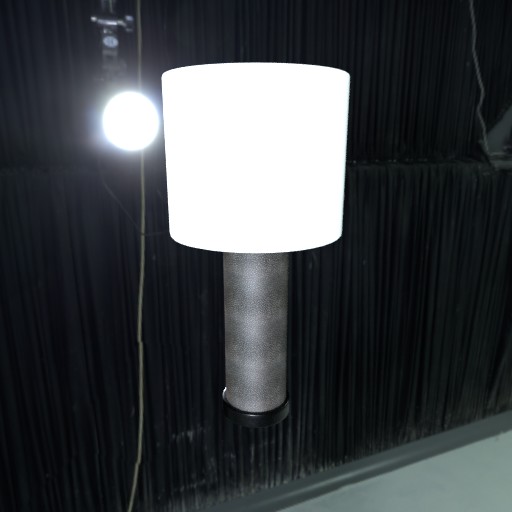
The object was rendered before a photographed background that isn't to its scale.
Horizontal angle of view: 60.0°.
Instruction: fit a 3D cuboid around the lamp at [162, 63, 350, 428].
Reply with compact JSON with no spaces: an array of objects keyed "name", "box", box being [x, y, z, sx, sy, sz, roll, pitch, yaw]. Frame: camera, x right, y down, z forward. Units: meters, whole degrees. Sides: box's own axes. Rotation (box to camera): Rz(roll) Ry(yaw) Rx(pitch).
[{"name":"lamp","box":[0.000,0.000,0.814,0.305,0.634,0.305,-8,17,-26]}]
